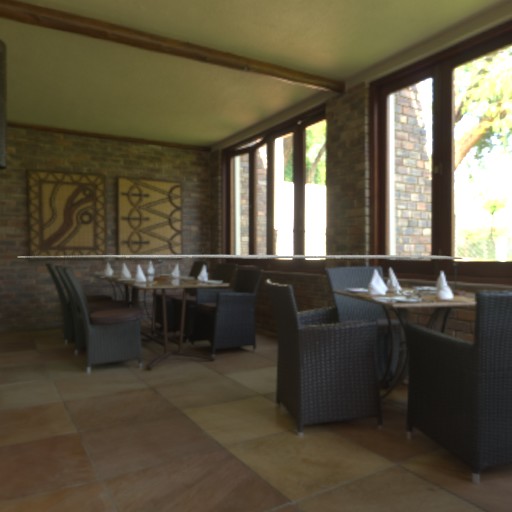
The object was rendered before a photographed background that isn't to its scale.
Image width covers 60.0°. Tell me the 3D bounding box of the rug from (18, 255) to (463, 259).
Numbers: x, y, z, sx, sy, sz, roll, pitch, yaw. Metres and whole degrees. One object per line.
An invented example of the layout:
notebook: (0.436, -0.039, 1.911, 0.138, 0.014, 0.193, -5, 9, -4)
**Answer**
rug: (0.000, 0.000, 2.707, 2.133, 0.013, 1.522, 0, 0, 18)
